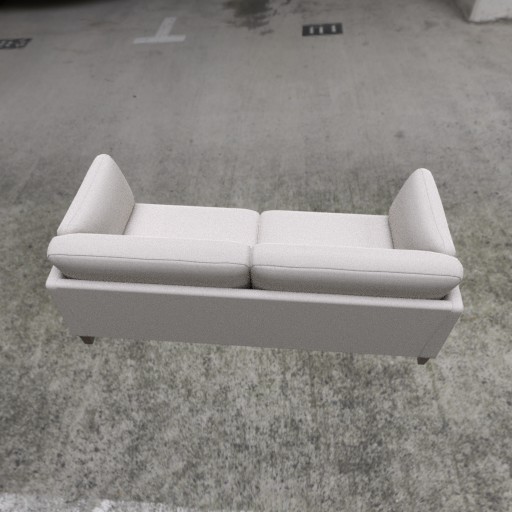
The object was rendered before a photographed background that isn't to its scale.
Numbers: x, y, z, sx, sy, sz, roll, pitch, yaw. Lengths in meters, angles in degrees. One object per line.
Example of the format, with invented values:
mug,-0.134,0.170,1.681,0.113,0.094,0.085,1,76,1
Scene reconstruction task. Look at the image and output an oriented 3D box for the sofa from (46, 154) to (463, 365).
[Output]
sofa,0.000,0.000,2.801,2.301,0.863,0.957,3,48,3
